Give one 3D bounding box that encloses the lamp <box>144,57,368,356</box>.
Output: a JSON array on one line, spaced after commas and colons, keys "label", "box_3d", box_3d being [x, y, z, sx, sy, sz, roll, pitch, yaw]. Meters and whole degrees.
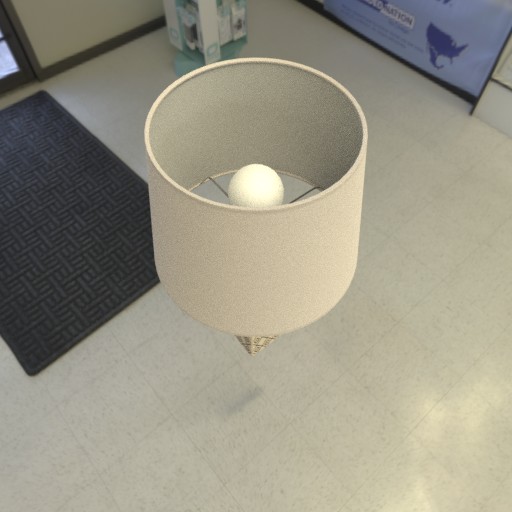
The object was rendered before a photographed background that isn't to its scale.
[{"label": "lamp", "box_3d": [0.000, 0.000, 0.579, 0.251, 0.435, 0.251, 0, 57, 0]}]
